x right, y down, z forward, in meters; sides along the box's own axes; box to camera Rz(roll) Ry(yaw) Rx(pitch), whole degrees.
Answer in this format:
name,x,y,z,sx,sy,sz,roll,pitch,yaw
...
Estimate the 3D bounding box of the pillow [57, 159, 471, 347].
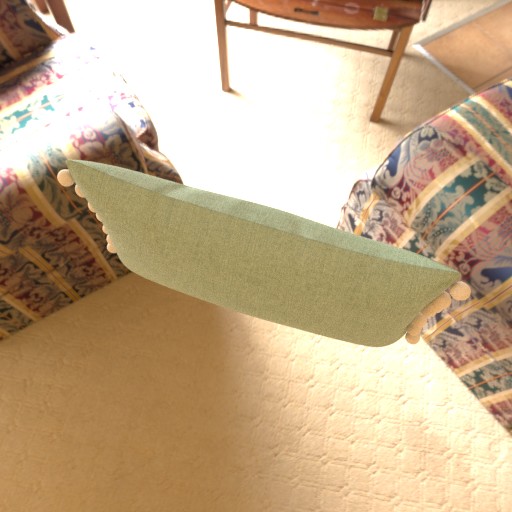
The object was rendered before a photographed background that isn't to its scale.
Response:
name,x,y,z,sx,sy,sz,roll,pitch,yaw
pillow,0.000,0.000,0.833,0.709,0.322,0.201,16,65,8
